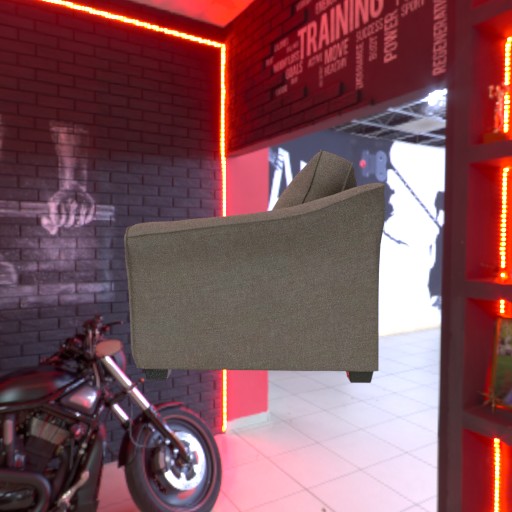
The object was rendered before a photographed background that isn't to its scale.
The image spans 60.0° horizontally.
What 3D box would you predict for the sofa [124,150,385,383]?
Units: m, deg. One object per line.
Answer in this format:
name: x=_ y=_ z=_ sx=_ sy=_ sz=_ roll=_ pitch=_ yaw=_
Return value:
sofa: x=0.000 y=0.000 z=2.711 sx=0.986 sy=0.906 sz=2.270 roll=0 pitch=2 yaw=1
